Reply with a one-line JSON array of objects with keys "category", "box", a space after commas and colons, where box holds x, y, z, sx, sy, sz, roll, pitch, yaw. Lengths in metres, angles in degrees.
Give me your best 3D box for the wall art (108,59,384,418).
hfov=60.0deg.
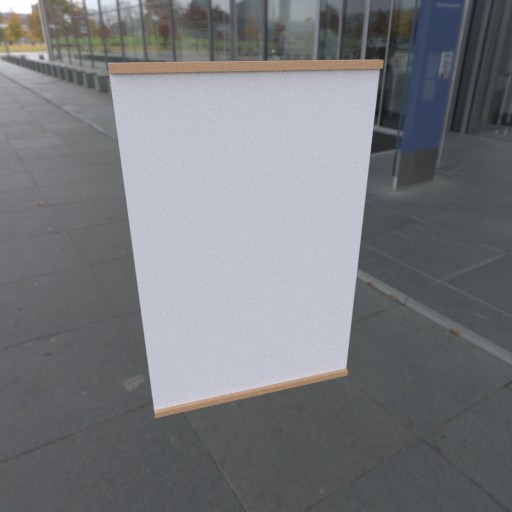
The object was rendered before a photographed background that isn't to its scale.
[{"category": "wall art", "box": [0.000, 0.000, 0.760, 0.401, 0.611, 0.016, -8, 27, -15]}]
